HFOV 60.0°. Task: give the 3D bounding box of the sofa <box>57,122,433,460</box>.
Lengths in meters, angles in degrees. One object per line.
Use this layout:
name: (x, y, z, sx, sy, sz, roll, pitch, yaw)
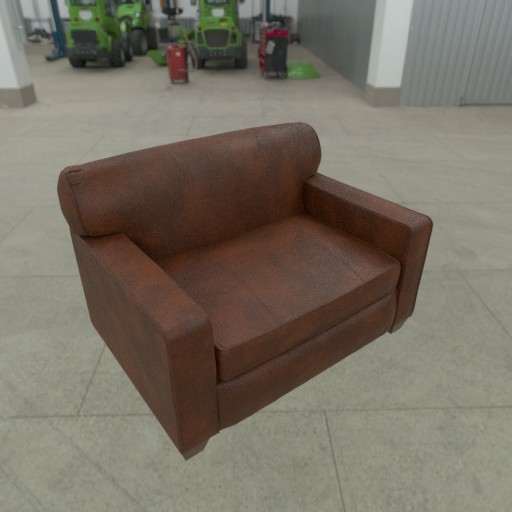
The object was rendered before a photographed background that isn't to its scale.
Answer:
sofa: (0.000, 0.000, 2.083, 1.413, 0.956, 1.000, -21, 36, -31)
